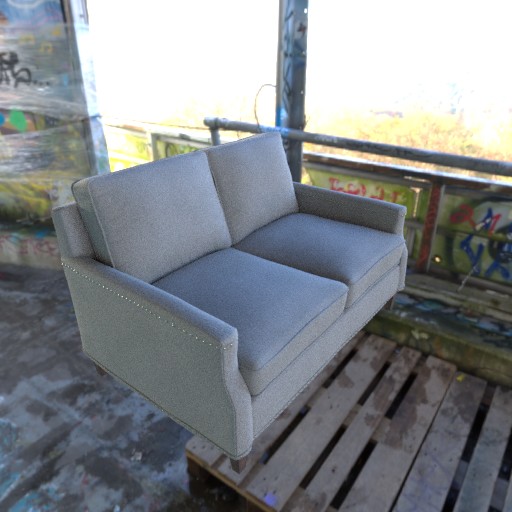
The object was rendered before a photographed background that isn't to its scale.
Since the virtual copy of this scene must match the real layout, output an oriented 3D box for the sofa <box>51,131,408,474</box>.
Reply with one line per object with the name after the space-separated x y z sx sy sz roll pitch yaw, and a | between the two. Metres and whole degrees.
0.000 0.000 2.275 1.084 1.003 1.597 19 32 33 | sofa
